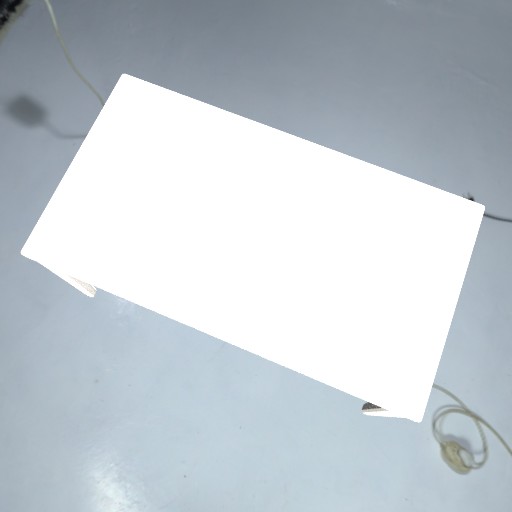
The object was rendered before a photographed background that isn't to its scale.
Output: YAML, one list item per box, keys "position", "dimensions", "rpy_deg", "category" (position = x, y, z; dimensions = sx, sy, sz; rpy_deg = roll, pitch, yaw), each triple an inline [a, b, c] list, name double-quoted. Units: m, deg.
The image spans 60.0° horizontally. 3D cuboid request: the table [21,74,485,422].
- position: [0.000, 0.000, 2.026]
  dimensions: [1.600, 0.760, 0.900]
  rpy_deg: [22, 76, 6]
  category: "table"
